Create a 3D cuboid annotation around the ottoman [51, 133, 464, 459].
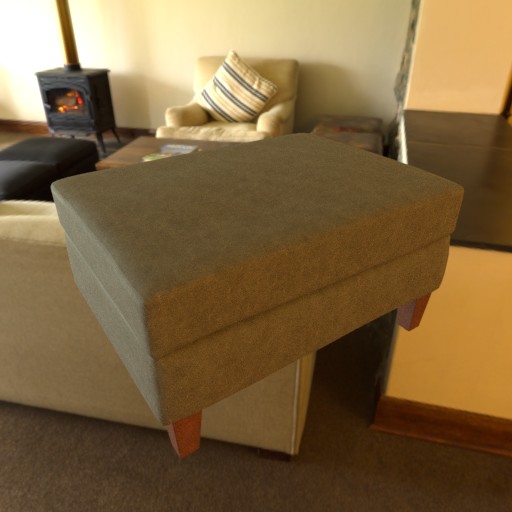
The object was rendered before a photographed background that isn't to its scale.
[{"bbox_3d":[0.000,0.000,1.190,0.839,0.464,0.639,-19,35,-29],"label":"ottoman"}]
